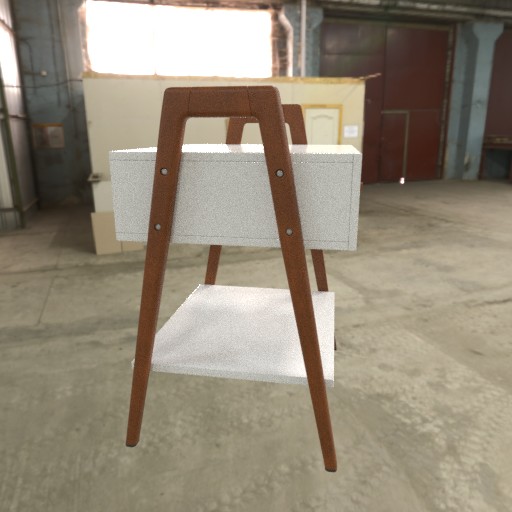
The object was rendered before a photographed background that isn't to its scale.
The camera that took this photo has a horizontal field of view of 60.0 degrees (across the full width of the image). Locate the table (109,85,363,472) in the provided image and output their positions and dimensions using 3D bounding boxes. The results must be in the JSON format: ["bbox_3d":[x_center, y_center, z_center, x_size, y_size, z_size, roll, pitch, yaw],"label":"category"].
[{"bbox_3d":[0.000,0.000,0.904,0.405,0.610,0.457,3,16,9],"label":"table"}]
